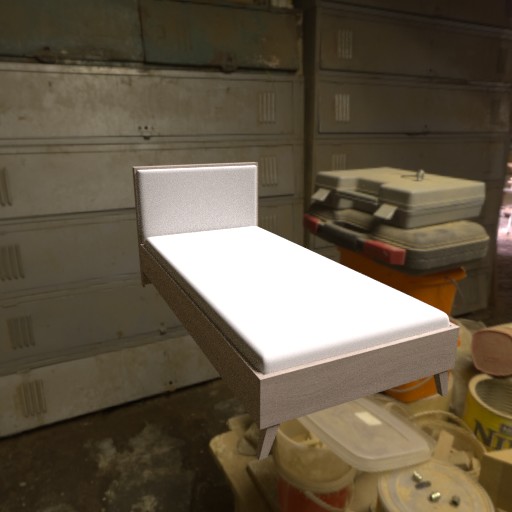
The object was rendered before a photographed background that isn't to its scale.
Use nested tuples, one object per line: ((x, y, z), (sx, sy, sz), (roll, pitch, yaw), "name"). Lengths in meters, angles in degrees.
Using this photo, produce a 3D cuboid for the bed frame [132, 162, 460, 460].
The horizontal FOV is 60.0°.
((0.000, 0.000, 2.662), (0.990, 0.920, 2.140), (-8, 18, -24), "bed frame")
